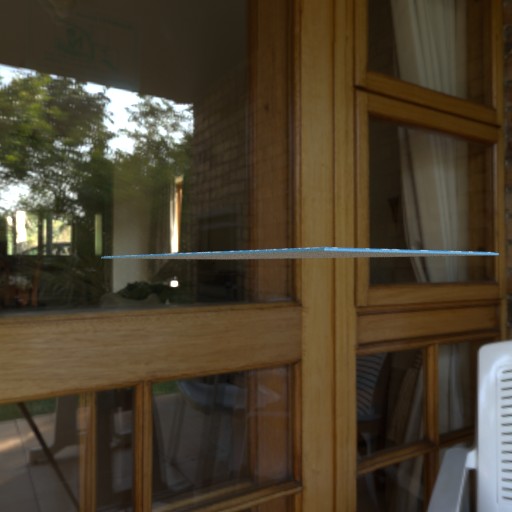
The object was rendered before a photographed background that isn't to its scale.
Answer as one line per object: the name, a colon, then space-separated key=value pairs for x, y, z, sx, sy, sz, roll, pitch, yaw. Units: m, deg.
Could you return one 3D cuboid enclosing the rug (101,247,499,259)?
rug: x=0.000 y=0.000 z=1.414 sx=0.604 sy=0.007 sz=1.219 roll=1 pitch=-1 yaw=-36
